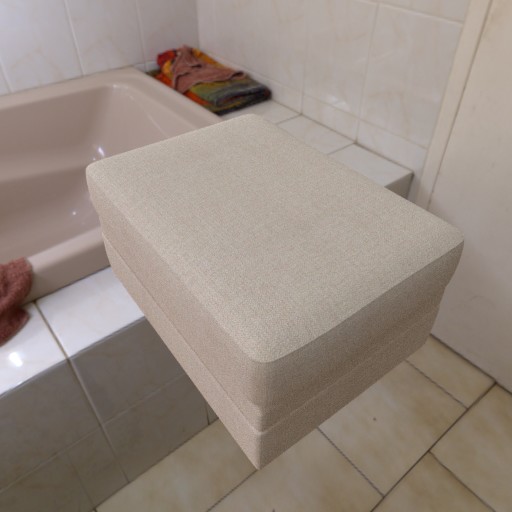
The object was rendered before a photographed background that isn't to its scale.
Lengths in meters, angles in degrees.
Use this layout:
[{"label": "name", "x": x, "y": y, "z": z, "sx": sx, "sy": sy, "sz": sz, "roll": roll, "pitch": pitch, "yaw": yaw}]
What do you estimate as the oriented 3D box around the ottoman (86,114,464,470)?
[{"label": "ottoman", "x": 0.000, "y": 0.000, "z": 1.271, "sx": 0.637, "sy": 0.478, "sz": 0.885, "roll": -26, "pitch": 48, "yaw": -26}]
